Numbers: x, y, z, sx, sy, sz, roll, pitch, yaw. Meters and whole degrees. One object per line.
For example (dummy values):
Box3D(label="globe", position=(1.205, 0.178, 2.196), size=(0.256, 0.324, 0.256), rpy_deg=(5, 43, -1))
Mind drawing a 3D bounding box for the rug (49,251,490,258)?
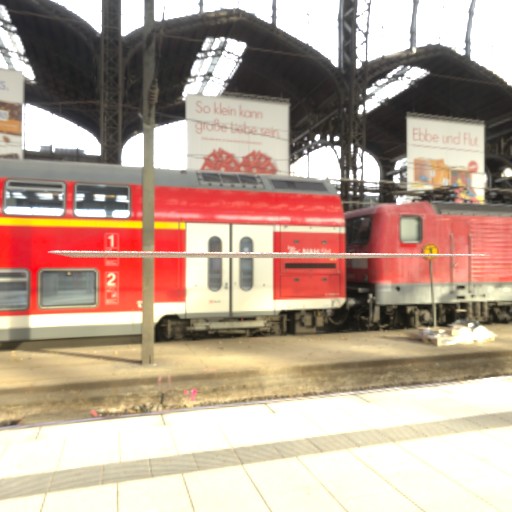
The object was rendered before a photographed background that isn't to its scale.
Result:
Box3D(label="rug", position=(0.000, 0.000, 2.278), size=(1.829, 0.006, 1.219), rpy_deg=(0, -1, -19))
